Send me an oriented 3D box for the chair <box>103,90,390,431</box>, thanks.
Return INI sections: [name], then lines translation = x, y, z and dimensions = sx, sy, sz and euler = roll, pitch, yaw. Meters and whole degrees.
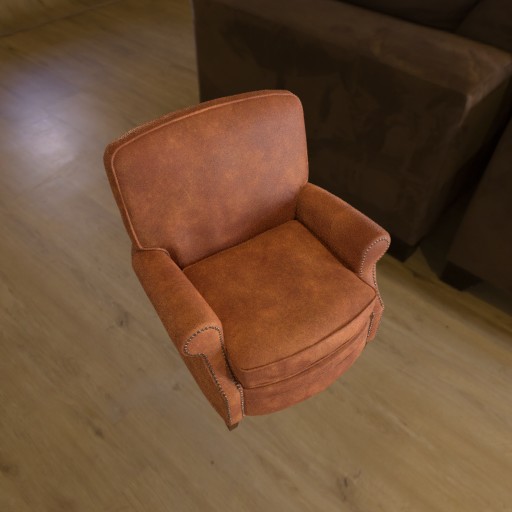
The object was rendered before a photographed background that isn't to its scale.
[chair]
translation = 0.000, 0.000, 1.804
dimensions = 0.936, 1.018, 0.986
euler = -25, 52, -21
